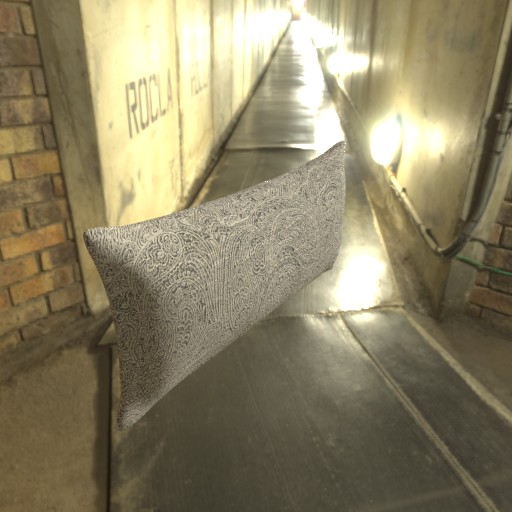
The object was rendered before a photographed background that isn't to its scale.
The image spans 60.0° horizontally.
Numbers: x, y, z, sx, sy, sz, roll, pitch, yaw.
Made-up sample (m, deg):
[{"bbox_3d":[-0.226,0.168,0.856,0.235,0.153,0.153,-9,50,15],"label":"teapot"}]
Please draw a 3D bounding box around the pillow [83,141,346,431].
[{"bbox_3d":[0.000,0.000,0.758,0.151,0.295,0.615,18,31,33],"label":"pillow"}]
